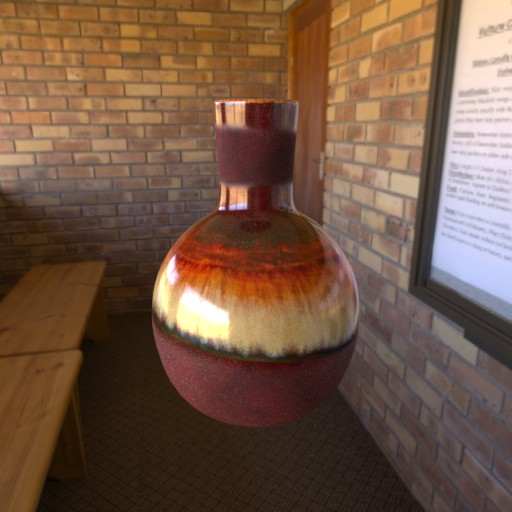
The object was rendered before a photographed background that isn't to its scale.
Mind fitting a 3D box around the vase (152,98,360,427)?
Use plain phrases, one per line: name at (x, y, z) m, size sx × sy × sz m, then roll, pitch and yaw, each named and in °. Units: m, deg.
vase at (0.000, 0.000, 0.234) m, size 0.111 × 0.154 × 0.111 m, roll 0°, pitch 16°, yaw 0°
